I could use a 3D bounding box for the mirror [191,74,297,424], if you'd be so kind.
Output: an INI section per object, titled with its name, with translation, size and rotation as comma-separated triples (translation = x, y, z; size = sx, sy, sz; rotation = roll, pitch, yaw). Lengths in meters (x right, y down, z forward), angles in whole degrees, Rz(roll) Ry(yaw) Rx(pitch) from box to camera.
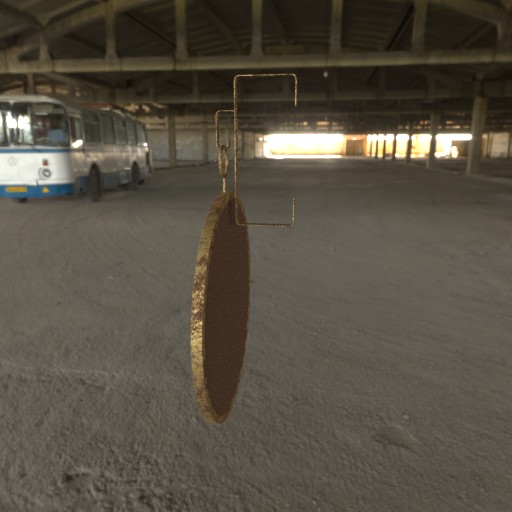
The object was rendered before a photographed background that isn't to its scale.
[mirror]
translation = 0.000, 0.000, 0.854
size = 0.144, 0.651, 0.447
rotation = 2, 14, 8
